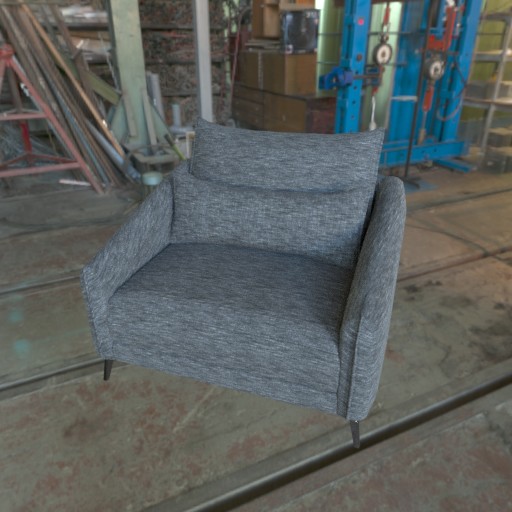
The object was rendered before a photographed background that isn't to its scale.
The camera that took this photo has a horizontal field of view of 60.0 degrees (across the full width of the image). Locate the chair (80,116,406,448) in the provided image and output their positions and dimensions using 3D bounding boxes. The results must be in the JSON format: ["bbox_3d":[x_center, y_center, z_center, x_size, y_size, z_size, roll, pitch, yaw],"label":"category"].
[{"bbox_3d":[0.000,0.000,1.621,1.004,0.842,0.805,9,28,17],"label":"chair"}]
